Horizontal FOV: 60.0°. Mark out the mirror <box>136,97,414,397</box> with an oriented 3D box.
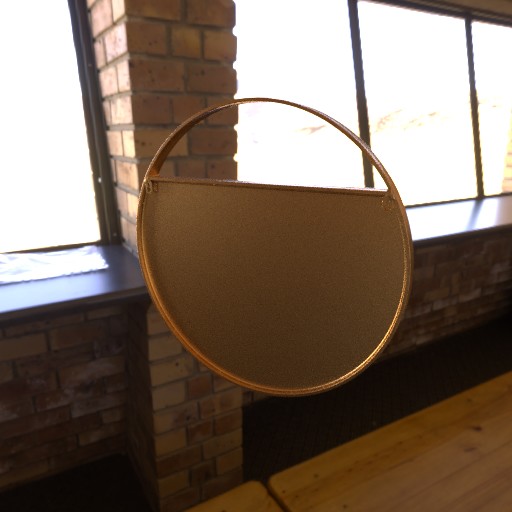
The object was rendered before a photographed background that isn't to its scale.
[{"bbox_3d":[0.000,0.000,0.839,0.565,0.565,0.032,8,18,27],"label":"mirror"}]
